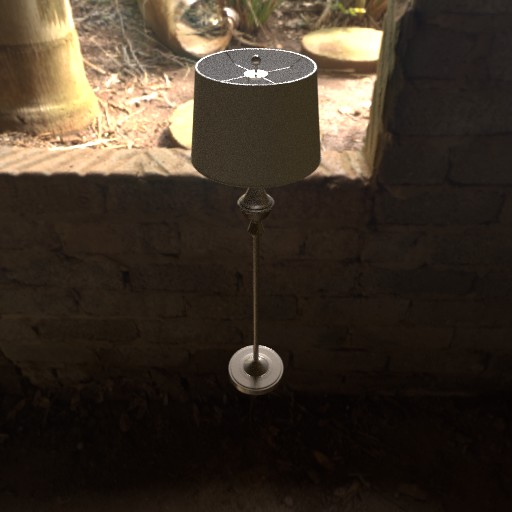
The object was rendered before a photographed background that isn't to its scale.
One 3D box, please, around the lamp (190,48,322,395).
[{"bbox_3d":[0.000,0.000,1.742,0.431,1.488,0.431,0,39,0],"label":"lamp"}]
